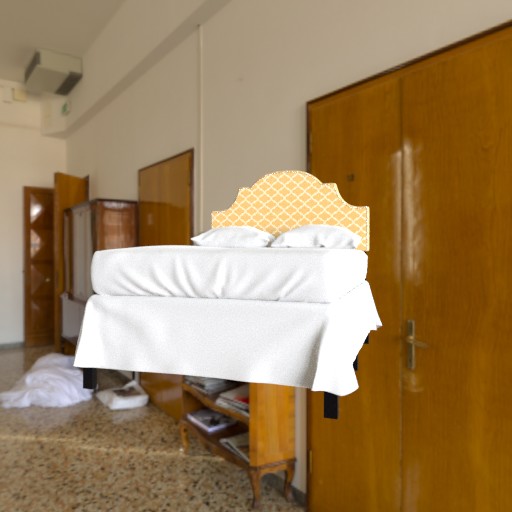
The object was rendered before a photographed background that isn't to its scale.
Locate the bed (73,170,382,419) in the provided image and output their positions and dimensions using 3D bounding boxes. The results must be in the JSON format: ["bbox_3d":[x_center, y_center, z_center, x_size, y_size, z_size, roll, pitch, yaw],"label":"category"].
[{"bbox_3d":[0.000,0.000,3.430,1.780,1.633,2.222,0,1,19],"label":"bed"}]
